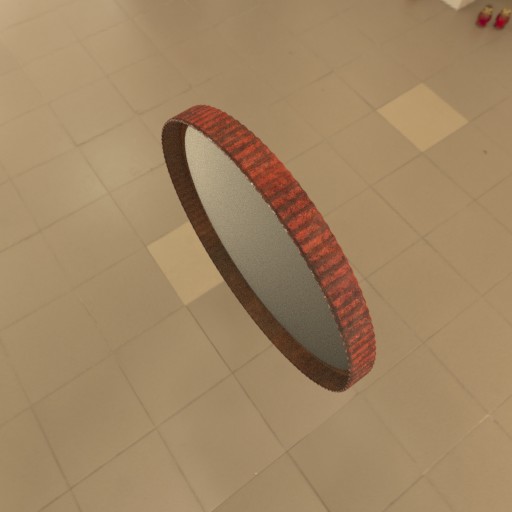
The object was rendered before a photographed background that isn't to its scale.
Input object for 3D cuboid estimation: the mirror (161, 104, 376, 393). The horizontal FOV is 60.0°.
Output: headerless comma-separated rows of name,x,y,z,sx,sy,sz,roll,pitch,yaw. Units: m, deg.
mirror,0.000,0.000,0.889,0.056,0.609,0.609,-33,68,-15
